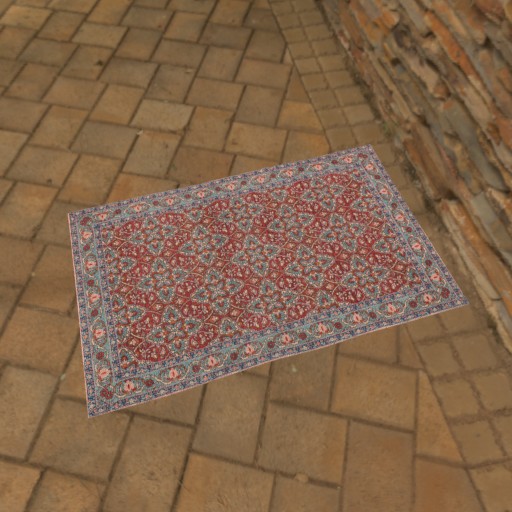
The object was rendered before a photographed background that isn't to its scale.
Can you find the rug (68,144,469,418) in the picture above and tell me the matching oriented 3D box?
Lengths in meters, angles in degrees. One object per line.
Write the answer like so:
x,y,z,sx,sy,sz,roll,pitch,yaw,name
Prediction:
0.000,0.000,3.076,2.439,0.011,1.533,-15,59,-9,rug
